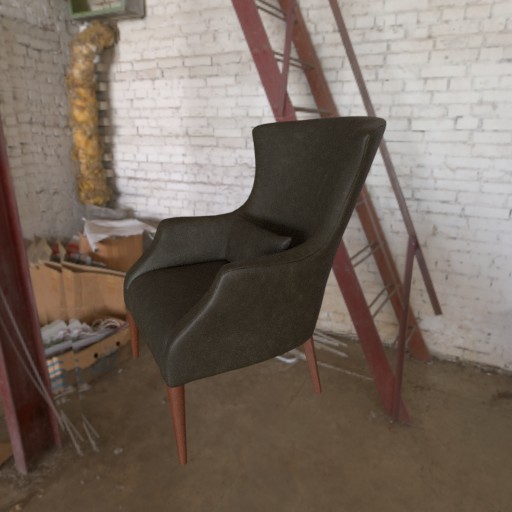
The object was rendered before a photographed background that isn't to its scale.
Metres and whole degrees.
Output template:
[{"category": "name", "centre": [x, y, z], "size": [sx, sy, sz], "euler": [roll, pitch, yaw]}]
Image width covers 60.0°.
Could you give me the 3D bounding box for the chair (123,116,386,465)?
[{"category": "chair", "centre": [0.000, 0.000, 1.771], "size": [0.954, 1.068, 0.819], "euler": [-8, 19, -25]}]
